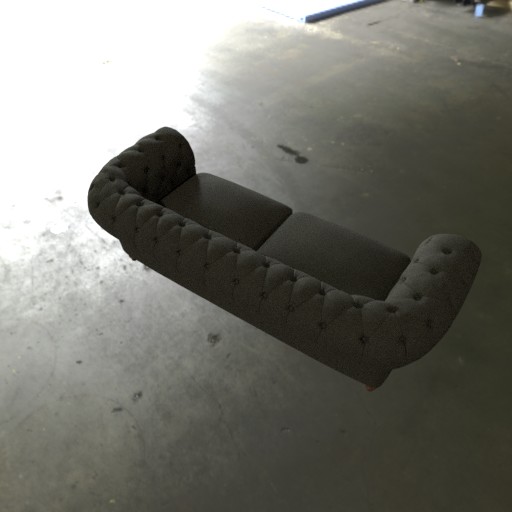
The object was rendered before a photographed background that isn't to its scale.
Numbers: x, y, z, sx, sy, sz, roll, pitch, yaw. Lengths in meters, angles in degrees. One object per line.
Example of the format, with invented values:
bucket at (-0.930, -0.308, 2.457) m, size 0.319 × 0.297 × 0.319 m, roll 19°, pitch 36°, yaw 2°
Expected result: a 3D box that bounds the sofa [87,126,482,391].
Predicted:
sofa at (0.000, 0.000, 2.784) m, size 2.362 × 0.762 × 0.991 m, roll 25°, pitch 51°, yaw 23°
